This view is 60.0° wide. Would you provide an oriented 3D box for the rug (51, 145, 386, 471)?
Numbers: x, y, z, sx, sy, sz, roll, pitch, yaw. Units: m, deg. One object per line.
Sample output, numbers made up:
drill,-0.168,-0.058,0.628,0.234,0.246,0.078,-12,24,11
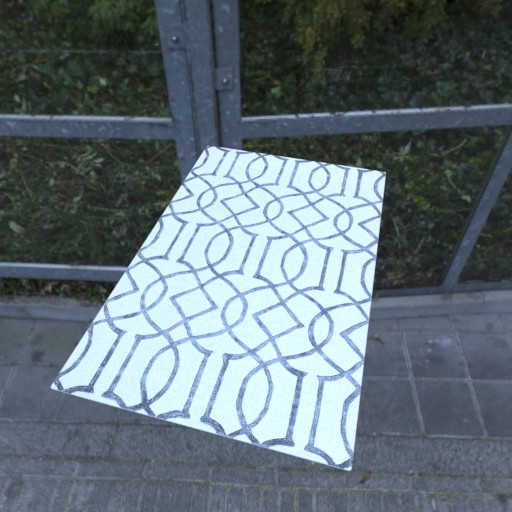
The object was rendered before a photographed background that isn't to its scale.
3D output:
rug,0.000,0.000,2.903,1.521,0.017,2.365,11,47,11
